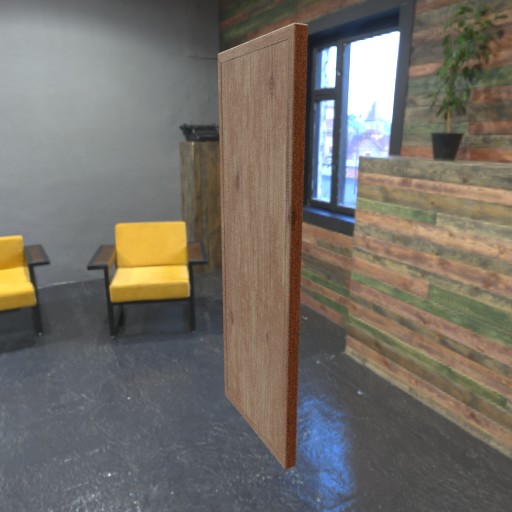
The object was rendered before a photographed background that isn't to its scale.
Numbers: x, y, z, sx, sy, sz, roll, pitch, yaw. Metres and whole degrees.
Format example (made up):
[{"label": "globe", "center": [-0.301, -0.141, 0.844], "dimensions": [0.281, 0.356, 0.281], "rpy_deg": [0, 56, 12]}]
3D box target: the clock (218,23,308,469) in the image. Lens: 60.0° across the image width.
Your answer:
[{"label": "clock", "center": [0.000, 0.000, 1.089], "dimensions": [0.030, 0.965, 0.361], "rpy_deg": [-8, 17, -26]}]
